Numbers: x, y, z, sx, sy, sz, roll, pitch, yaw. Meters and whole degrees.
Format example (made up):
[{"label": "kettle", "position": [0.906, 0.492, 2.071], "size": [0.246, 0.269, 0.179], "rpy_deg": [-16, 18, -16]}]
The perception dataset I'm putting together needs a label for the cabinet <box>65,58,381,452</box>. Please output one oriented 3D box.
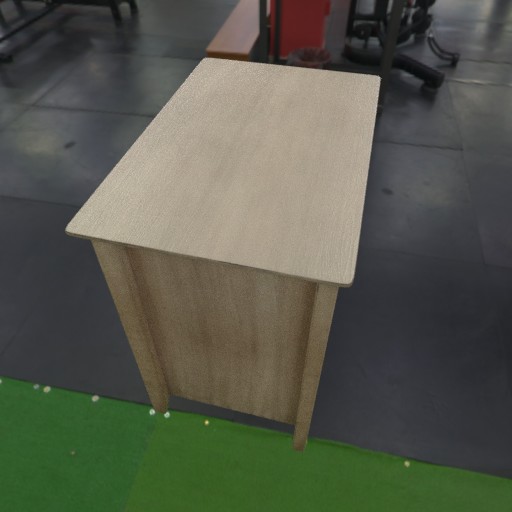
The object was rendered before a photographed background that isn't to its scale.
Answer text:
[{"label": "cabinet", "position": [0.000, 0.000, 1.256], "size": [0.503, 0.762, 0.763], "rpy_deg": [10, 47, 10]}]
